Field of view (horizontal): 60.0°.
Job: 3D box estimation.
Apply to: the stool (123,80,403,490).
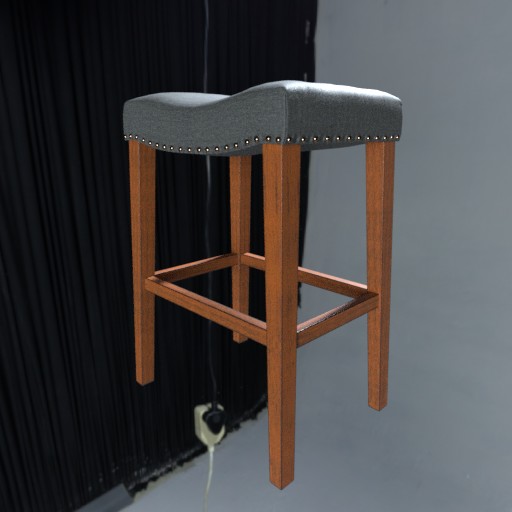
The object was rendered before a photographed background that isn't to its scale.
[{"bbox_3d":[0.000,0.000,0.866,0.320,0.612,0.439,-15,22,-42],"label":"stool"}]
